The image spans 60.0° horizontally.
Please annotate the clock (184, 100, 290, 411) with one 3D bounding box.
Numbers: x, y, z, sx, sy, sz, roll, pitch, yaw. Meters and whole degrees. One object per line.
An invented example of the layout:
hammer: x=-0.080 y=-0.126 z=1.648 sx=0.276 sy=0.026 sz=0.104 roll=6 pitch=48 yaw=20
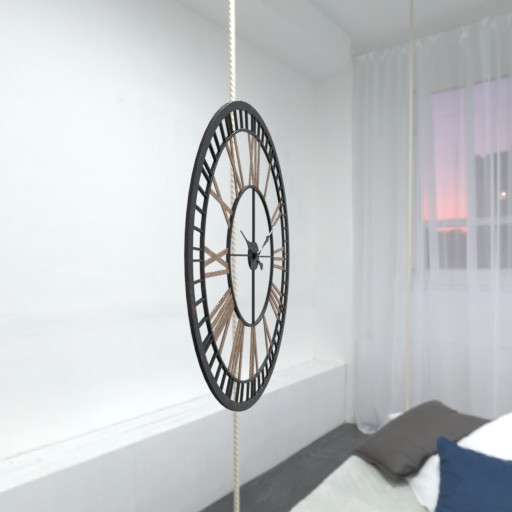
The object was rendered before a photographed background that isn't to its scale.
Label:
clock: x=0.000 y=0.000 z=1.265 sx=0.025 sy=0.843 sz=0.843 roll=0 pitch=0 yaw=18
